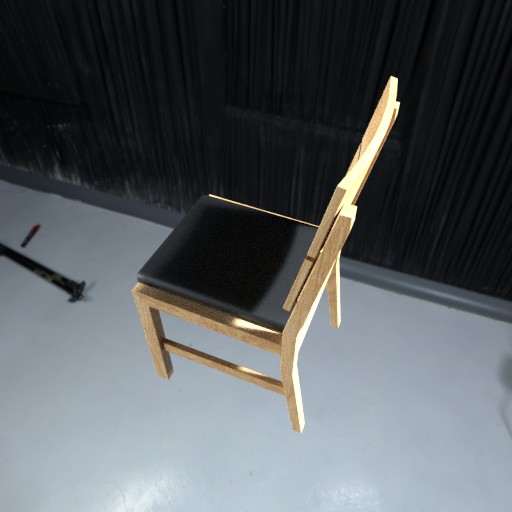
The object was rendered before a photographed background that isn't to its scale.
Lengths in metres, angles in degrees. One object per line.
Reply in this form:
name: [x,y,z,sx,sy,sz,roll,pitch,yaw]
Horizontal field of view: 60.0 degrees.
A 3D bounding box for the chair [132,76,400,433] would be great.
chair: [0.000,0.000,1.293,0.569,0.950,0.475,16,47,16]
